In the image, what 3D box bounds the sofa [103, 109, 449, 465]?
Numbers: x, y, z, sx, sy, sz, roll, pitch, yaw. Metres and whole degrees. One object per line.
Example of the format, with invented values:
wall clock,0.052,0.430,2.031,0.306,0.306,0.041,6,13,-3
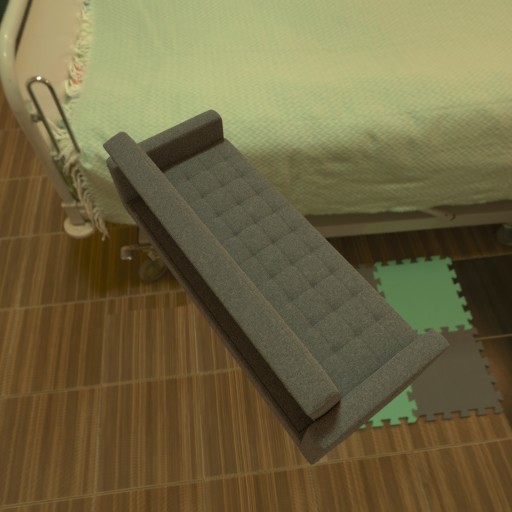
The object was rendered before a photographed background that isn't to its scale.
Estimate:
sofa,0.000,0.000,2.505,0.810,0.850,2.040,-32,63,-18
